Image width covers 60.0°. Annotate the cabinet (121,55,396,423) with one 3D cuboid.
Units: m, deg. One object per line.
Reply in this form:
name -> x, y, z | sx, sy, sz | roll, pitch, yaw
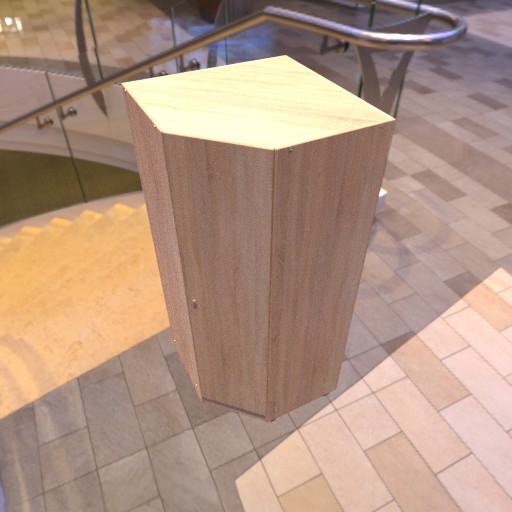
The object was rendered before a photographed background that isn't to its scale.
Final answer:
cabinet -> 0.000, 0.000, 2.828 | 1.327, 2.120, 1.094 | 12, 43, 13
